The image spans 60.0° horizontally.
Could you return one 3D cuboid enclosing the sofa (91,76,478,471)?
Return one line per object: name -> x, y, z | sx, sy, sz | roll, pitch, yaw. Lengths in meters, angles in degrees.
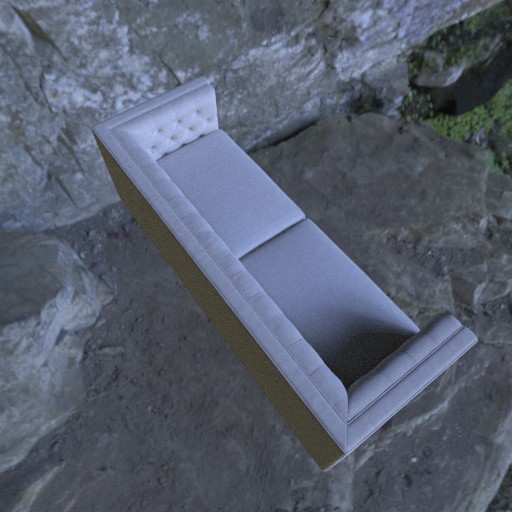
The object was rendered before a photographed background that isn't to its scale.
sofa -> 0.000, 0.000, 2.527 | 0.775, 0.762, 2.159 | -32, 64, -18
